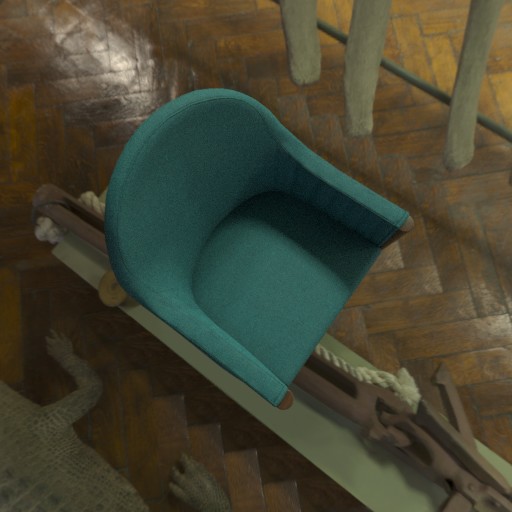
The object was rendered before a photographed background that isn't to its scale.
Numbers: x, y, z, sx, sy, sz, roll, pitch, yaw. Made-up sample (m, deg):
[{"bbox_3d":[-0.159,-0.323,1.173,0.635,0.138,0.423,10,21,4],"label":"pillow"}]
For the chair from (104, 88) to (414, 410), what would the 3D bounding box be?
[{"bbox_3d":[0.000,0.000,1.377,0.652,0.907,0.656,36,79,8],"label":"chair"}]
